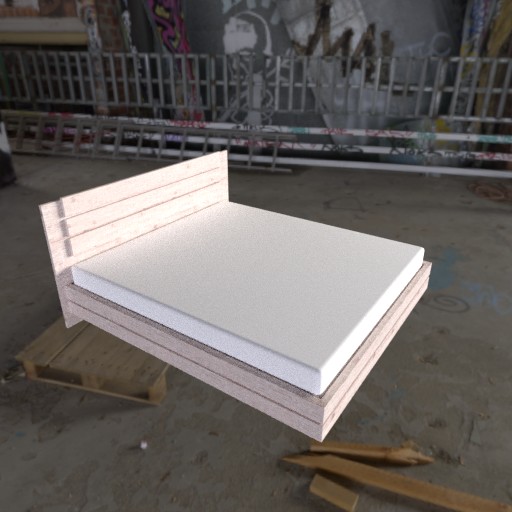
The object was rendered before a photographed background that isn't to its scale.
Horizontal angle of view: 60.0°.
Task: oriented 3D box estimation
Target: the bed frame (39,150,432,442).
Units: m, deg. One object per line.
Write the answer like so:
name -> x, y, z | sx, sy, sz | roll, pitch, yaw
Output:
bed frame -> 0.000, 0.000, 3.269 | 2.080, 0.970, 1.950 | 17, 31, 31
